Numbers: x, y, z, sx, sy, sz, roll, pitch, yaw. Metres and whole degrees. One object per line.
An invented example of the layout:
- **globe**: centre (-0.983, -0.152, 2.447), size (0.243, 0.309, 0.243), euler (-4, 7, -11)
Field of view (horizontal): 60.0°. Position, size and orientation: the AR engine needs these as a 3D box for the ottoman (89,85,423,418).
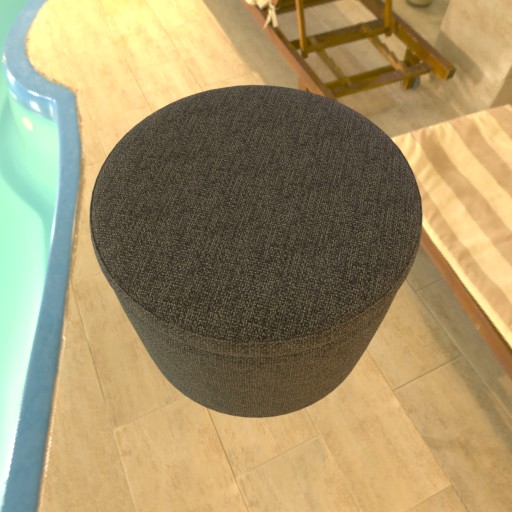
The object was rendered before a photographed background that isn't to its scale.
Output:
- **ottoman**: centre (0.000, 0.000, 0.852), size (0.520, 0.430, 0.520), euler (0, 57, 0)
